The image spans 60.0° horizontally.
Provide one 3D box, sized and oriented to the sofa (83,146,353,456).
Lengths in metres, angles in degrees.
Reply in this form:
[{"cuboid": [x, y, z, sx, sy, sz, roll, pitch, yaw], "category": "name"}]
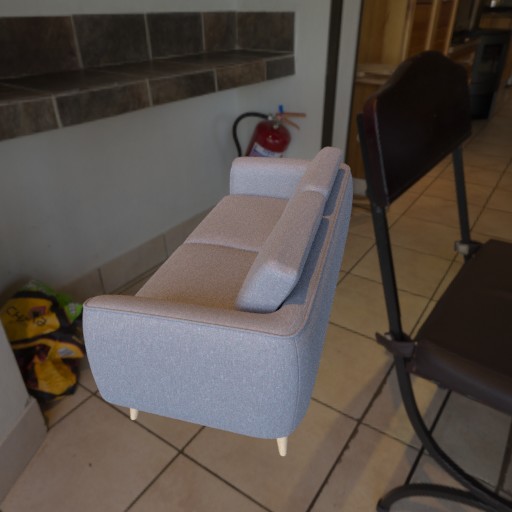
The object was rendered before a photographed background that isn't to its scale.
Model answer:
[{"cuboid": [0.000, 0.000, 2.514, 0.920, 0.870, 2.000, 8, 30, 13], "category": "sofa"}]
